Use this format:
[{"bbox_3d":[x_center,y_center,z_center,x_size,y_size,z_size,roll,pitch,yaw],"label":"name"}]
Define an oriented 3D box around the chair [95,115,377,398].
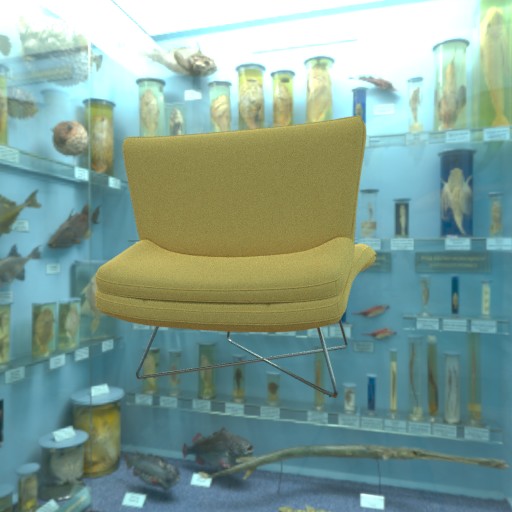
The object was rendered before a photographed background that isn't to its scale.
[{"bbox_3d":[0.000,0.000,1.695,0.859,0.855,1.008,0,0,17],"label":"chair"}]
